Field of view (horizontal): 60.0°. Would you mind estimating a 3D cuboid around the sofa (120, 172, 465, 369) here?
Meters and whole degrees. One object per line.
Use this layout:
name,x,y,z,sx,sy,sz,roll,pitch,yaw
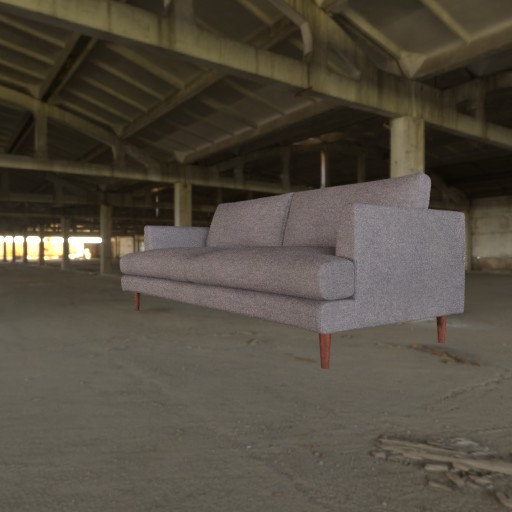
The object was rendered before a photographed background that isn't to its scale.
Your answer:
sofa,0.000,0.000,2.847,1.020,0.868,2.250,-1,1,-36
